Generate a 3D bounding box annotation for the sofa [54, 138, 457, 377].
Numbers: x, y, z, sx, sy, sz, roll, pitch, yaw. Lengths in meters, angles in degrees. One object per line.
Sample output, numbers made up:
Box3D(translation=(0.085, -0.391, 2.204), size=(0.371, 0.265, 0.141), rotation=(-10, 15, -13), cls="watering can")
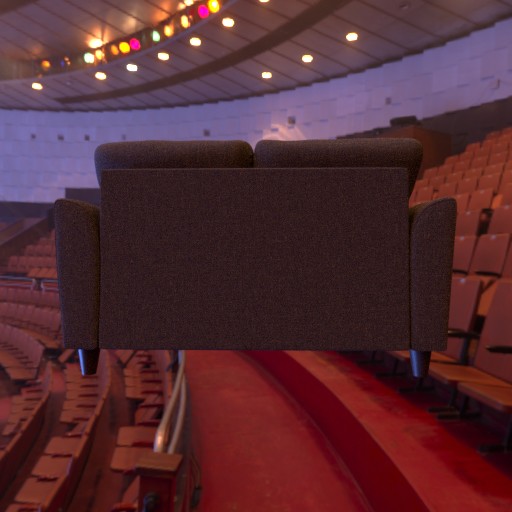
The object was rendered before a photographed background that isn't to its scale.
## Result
Box3D(translation=(0.000, 0.000, 1.966), size=(1.423, 0.885, 0.851), rotation=(0, -1, 1), cls="sofa")
